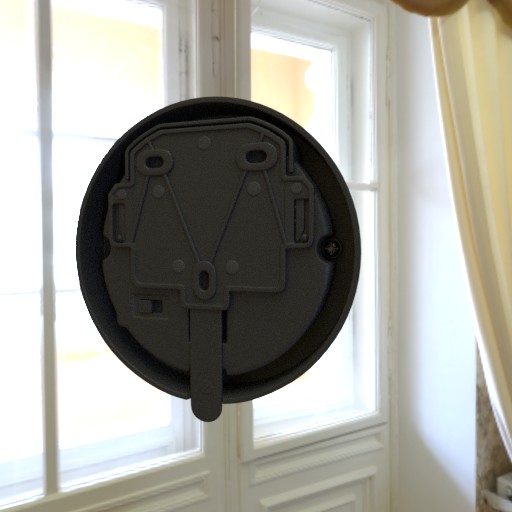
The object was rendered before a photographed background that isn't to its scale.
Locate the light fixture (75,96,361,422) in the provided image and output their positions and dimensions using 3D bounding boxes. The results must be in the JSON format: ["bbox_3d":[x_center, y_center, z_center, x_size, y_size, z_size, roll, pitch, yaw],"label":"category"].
[{"bbox_3d":[0.000,0.000,0.270,0.134,0.143,0.160,1,2,17],"label":"light fixture"}]
